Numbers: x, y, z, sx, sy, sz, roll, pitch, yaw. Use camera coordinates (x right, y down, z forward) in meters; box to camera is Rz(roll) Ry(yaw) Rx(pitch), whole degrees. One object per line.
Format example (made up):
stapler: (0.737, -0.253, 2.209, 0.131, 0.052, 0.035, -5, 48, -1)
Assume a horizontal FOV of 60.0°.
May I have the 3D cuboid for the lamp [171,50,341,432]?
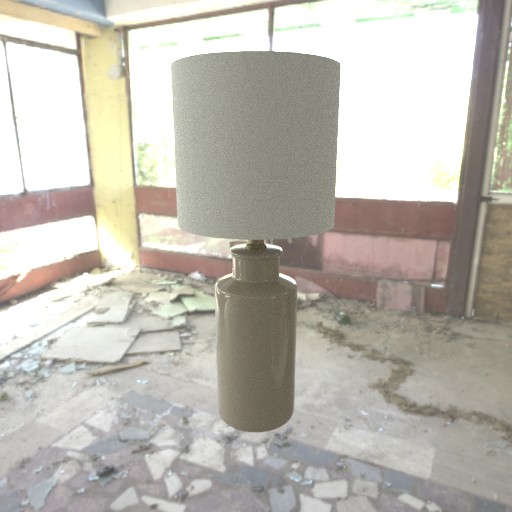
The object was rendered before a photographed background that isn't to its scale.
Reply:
lamp: (0.000, 0.000, 0.621, 0.212, 0.493, 0.212, -8, 16, -27)
